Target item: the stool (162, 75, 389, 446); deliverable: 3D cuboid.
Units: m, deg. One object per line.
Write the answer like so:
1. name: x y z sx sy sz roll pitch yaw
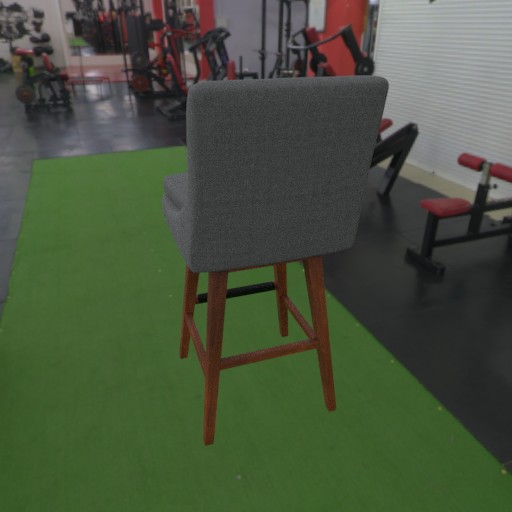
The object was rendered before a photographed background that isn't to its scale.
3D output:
1. stool: 0.000 0.000 1.246 0.447 0.977 0.524 -9 29 -17
